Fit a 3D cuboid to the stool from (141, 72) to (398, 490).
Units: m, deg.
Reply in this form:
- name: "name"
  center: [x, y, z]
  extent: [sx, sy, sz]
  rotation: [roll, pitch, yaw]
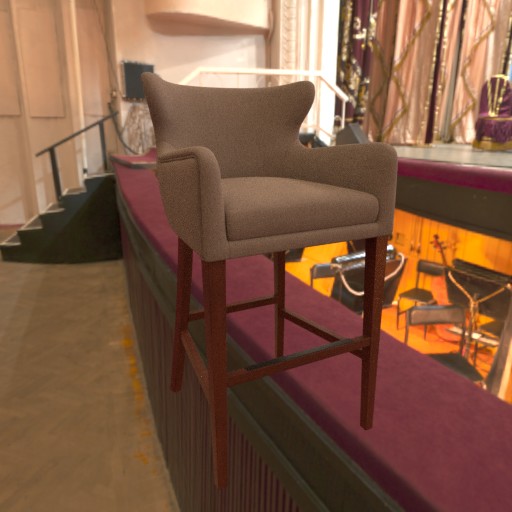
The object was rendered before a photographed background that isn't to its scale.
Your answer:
- name: "stool"
  center: [0.000, 0.000, 1.358]
  extent: [0.575, 1.047, 0.575]
  rotation: [-9, 19, -27]
